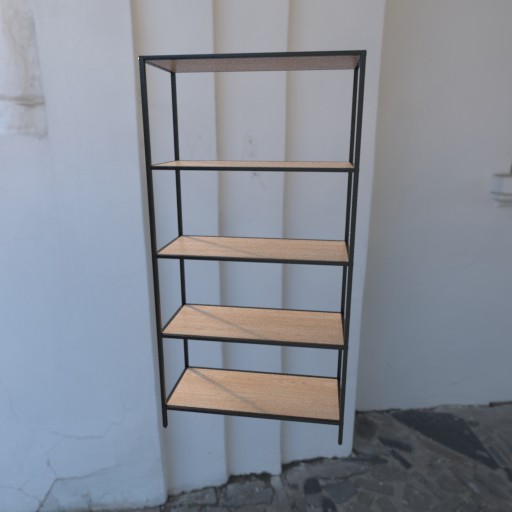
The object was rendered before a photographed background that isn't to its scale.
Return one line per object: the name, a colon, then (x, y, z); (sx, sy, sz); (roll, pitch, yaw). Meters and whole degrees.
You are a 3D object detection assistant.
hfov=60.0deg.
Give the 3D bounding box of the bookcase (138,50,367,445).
bookcase: (0.000, 0.000, 1.843); (0.770, 1.500, 0.350); (2, 16, 8)
